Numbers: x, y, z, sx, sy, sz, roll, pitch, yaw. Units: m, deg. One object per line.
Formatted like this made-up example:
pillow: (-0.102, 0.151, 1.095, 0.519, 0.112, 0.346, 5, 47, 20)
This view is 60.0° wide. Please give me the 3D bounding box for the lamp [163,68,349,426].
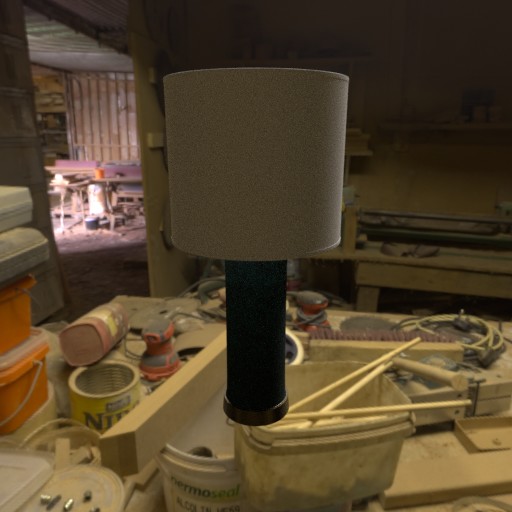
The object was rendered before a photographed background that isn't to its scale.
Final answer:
lamp: (0.000, 0.000, 0.813, 0.301, 0.630, 0.301, 3, 16, 10)
